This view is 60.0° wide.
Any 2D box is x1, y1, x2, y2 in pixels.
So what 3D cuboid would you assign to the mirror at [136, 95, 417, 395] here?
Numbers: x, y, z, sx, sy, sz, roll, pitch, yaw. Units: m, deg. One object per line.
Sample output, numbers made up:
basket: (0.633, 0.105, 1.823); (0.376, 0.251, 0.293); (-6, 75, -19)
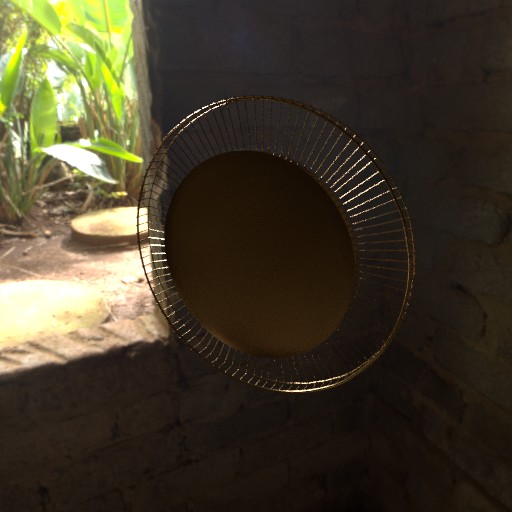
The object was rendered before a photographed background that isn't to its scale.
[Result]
mirror: (0.000, 0.000, 1.031); (0.703, 0.703, 0.067); (10, 21, 27)
